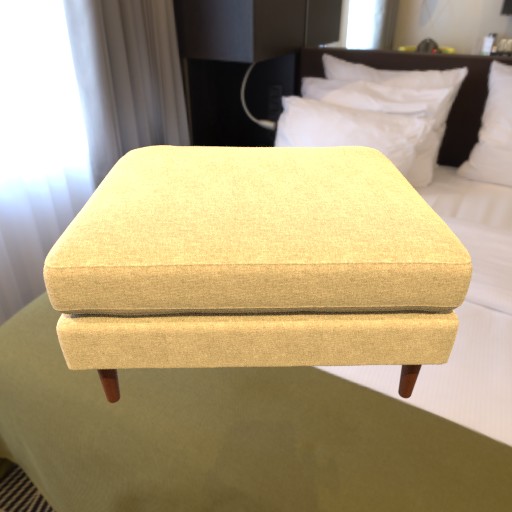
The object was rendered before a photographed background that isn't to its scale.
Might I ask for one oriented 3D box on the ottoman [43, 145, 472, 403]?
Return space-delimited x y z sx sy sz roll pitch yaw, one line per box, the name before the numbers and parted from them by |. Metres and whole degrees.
ottoman | 0.000 0.000 1.192 0.821 0.474 0.693 -1 31 -1
